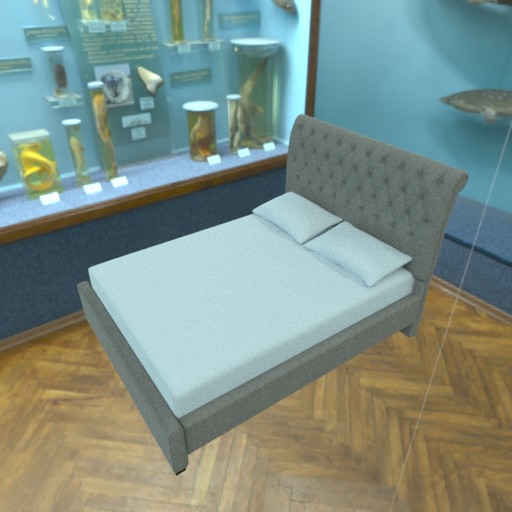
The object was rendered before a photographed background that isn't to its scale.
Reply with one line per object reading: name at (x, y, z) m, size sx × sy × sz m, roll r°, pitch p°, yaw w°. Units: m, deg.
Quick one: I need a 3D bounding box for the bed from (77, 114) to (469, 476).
bed at (0.000, 0.000, 3.258) m, size 2.252 × 1.371 × 1.645 m, roll -21°, pitch 38°, yaw -29°
